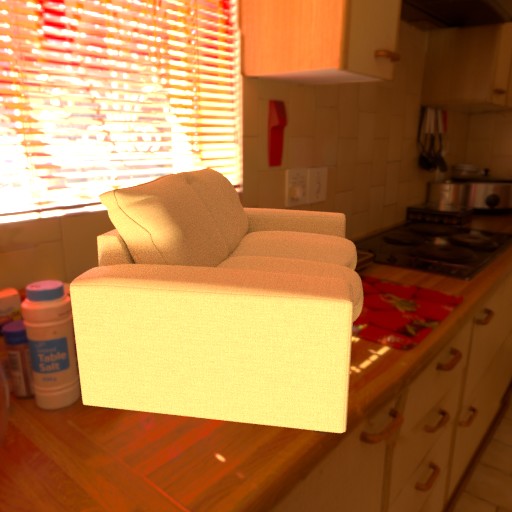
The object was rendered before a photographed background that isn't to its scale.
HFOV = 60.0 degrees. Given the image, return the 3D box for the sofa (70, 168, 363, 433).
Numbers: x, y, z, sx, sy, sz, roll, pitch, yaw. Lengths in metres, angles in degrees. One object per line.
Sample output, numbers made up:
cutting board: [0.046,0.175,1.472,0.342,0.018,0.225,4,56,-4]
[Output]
sofa: [0.000,0.000,2.390,1.091,0.875,1.754,3,15,10]
